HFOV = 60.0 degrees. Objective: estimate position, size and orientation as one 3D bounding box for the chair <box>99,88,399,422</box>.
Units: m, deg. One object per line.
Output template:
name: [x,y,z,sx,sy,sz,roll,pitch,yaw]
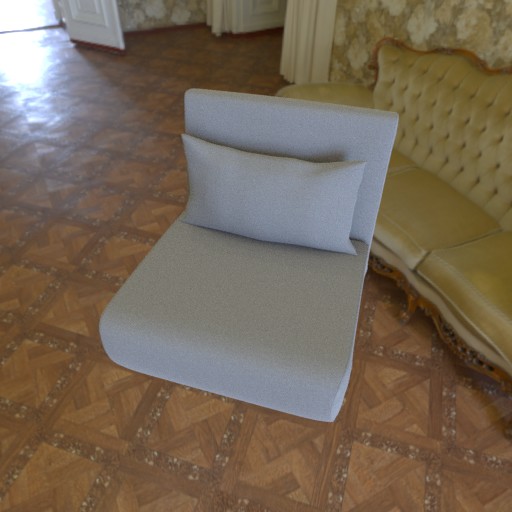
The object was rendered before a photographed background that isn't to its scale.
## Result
chair: [0.000,0.000,1.538,0.770,0.808,0.902,11,43,12]
